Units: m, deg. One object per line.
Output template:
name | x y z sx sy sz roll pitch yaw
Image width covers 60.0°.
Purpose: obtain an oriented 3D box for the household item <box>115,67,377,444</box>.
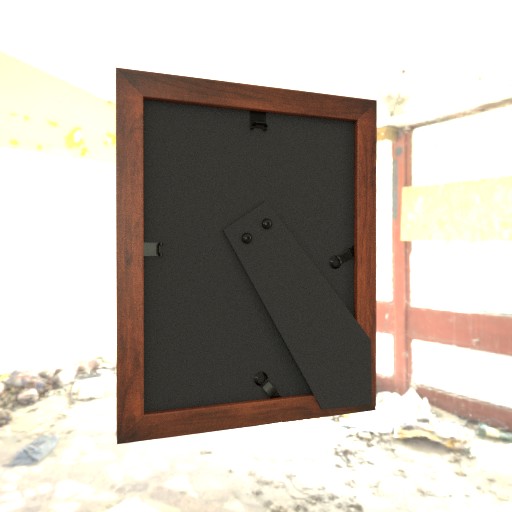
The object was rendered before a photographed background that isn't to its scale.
household item | 0.000 0.000 0.332 0.200 0.250 0.020 0 1 -18
